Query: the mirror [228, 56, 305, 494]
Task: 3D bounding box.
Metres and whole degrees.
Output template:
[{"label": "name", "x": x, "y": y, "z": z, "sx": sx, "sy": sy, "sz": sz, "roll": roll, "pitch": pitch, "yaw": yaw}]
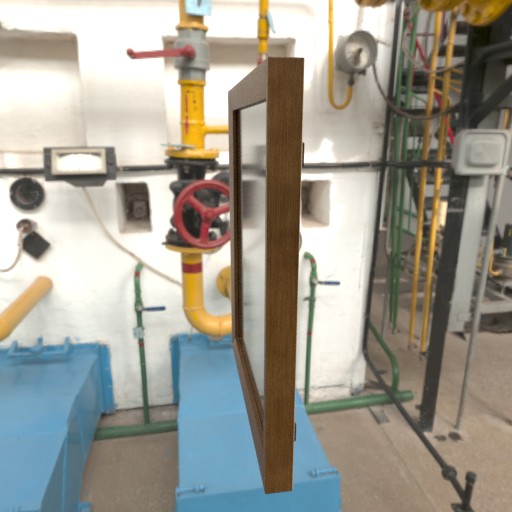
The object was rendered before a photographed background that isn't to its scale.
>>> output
[{"label": "mirror", "x": 0.000, "y": 0.000, "z": 0.683, "sx": 0.041, "sy": 0.508, "sz": 0.405, "roll": -2, "pitch": 16, "yaw": -9}]
